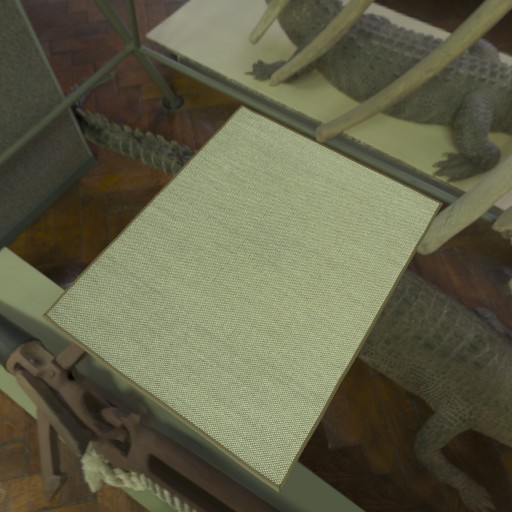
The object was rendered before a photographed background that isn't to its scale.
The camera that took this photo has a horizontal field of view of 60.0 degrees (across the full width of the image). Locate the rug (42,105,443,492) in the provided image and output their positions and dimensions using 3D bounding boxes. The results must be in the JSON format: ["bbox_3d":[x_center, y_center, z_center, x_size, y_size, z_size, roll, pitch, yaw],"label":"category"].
[{"bbox_3d":[0.000,0.000,4.066,2.413,0.020,3.041,30,66,15],"label":"rug"}]
